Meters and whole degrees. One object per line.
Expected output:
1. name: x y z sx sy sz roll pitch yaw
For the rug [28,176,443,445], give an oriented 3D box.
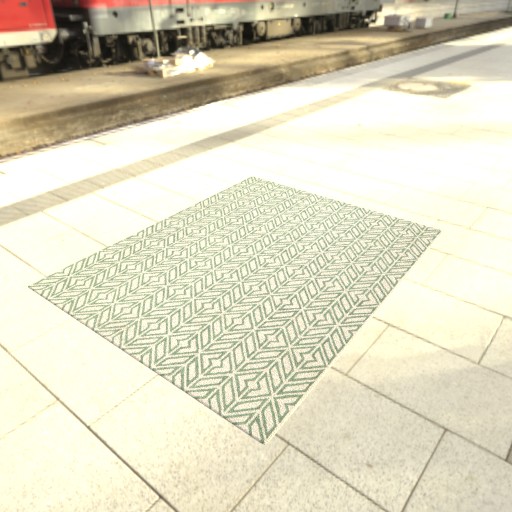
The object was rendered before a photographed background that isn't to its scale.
1. rug: 0.000 0.000 4.067 2.441 0.017 3.050 22 38 31
